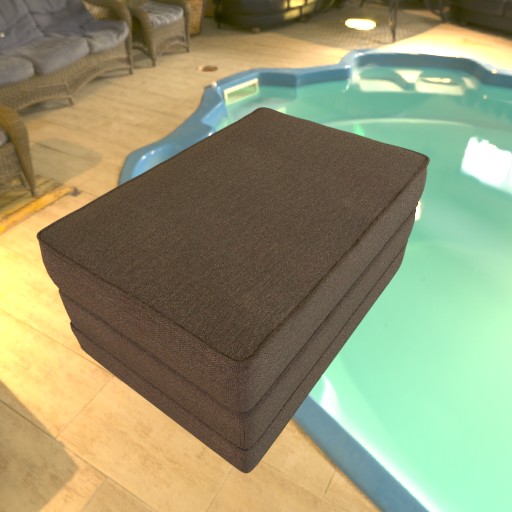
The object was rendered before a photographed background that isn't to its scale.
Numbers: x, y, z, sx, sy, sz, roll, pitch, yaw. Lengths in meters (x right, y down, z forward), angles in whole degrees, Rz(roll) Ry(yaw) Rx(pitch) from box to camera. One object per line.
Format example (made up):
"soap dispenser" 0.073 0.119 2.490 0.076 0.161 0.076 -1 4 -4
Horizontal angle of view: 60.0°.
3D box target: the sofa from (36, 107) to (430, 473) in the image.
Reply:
"sofa" 0.000 0.000 1.186 0.578 0.457 0.854 26 47 27
